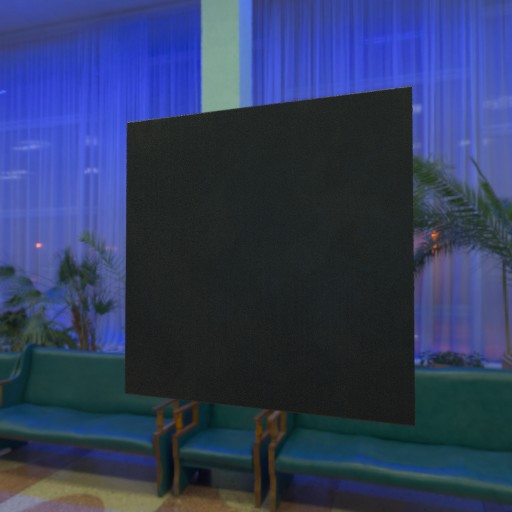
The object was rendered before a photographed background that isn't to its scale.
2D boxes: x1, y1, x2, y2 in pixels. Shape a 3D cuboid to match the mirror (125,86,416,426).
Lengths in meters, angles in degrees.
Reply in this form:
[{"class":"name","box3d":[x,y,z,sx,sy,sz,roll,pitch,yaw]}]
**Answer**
[{"class":"mirror","box3d":[0.000,0.000,0.568,0.382,0.381,0.020,0,-1,19]}]
